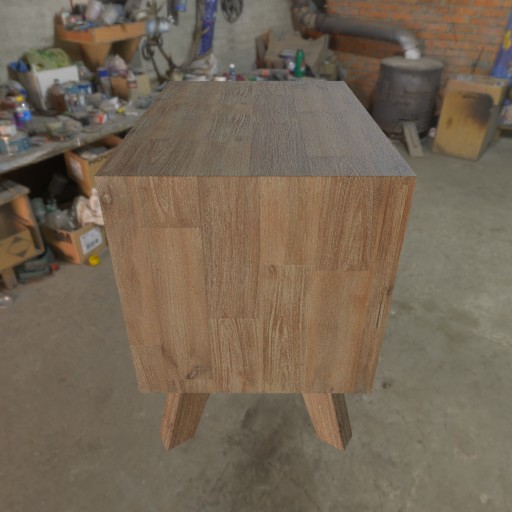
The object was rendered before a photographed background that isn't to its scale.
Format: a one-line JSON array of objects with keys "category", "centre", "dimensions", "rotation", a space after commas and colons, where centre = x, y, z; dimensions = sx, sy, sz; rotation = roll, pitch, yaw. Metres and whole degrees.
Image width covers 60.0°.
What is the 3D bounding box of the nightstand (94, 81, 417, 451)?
[{"category": "nightstand", "centre": [0.000, 0.000, 0.933], "dimensions": [0.396, 0.589, 0.552], "rotation": [0, 33, 0]}]
